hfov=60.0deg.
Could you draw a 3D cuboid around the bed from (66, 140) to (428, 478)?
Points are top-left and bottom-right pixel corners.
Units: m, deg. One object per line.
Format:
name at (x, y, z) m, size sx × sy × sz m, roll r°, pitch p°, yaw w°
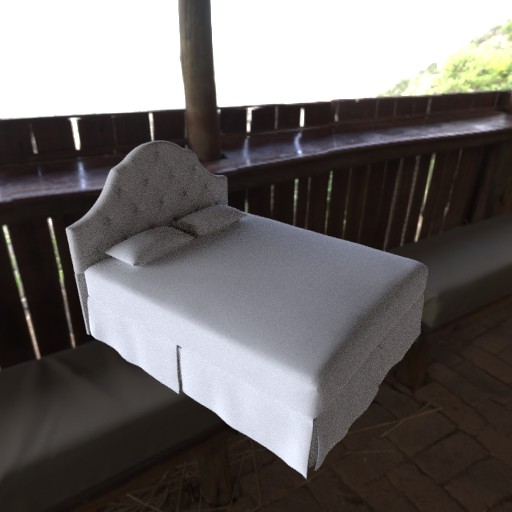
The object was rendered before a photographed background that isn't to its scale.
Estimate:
bed at (0.000, 0.000, 3.791) m, size 2.477 × 1.617 × 2.039 m, roll 19°, pitch 32°, yaw 33°
